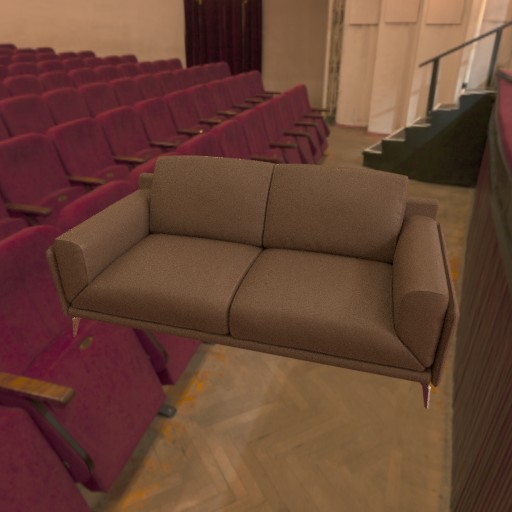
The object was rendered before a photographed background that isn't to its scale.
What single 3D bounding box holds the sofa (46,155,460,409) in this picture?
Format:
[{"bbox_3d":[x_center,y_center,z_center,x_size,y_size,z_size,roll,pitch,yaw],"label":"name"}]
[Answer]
[{"bbox_3d":[0.000,0.000,2.615,2.101,0.930,1.049,8,28,15],"label":"sofa"}]
